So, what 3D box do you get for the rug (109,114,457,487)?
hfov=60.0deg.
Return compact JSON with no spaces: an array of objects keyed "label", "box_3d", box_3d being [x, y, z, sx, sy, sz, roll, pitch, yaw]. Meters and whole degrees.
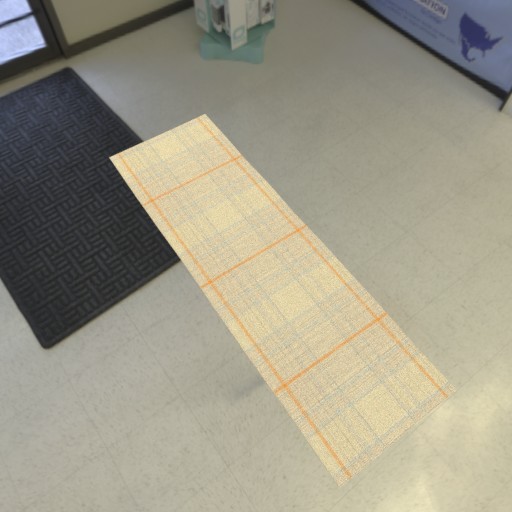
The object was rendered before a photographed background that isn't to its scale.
[{"label":"rug","box_3d":[0.000,0.000,2.633,0.770,0.016,2.442,-30,63,-17]}]
